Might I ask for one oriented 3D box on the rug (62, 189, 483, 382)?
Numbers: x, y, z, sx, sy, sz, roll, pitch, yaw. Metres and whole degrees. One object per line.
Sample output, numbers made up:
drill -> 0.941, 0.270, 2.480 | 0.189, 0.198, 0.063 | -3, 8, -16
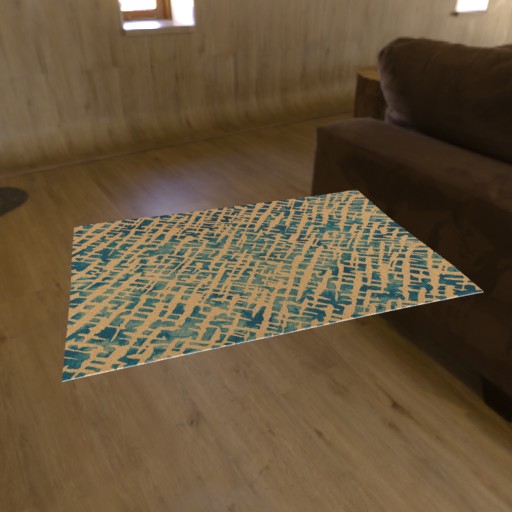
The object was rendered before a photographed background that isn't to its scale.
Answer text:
rug -> 0.000, 0.000, 2.303 | 1.830, 0.011, 1.209 | -9, 33, -14
